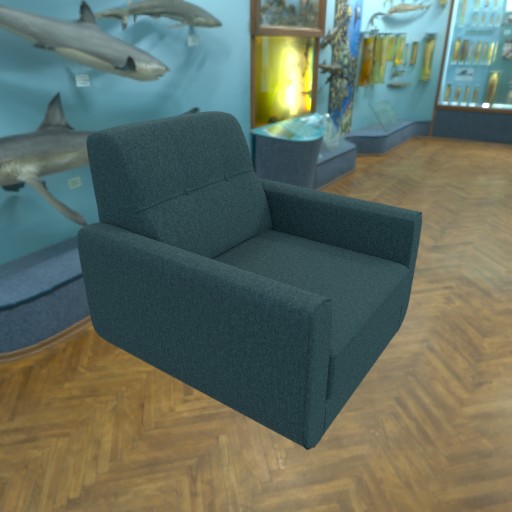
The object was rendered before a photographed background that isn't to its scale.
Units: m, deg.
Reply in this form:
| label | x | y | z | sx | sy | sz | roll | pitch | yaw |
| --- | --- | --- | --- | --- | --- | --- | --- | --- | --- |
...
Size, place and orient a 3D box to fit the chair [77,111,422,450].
| label | x | y | z | sx | sy | sz | roll | pitch | yaw |
| --- | --- | --- | --- | --- | --- | --- | --- | --- | --- |
| chair | 0.000 | 0.000 | 1.647 | 0.964 | 0.940 | 0.880 | 17 | 30 | 31 |
